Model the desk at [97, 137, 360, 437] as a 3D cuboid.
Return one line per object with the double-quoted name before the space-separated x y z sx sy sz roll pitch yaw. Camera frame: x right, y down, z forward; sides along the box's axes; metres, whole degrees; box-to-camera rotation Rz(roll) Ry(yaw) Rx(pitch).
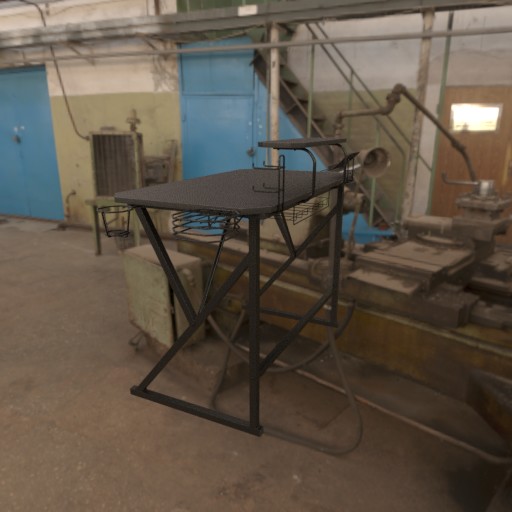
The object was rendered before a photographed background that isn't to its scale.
"desk" 0.000 0.000 1.723 0.580 0.880 1.290 8 18 25
